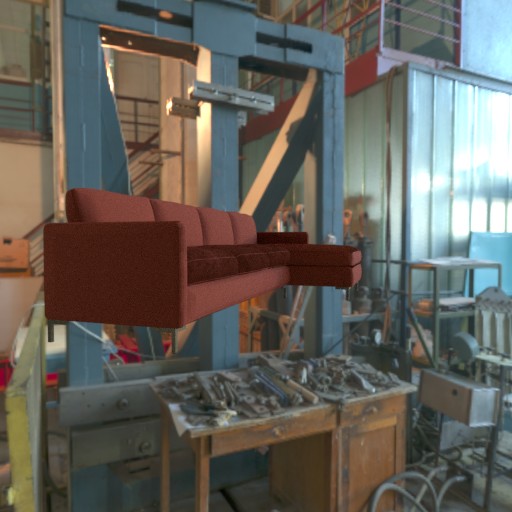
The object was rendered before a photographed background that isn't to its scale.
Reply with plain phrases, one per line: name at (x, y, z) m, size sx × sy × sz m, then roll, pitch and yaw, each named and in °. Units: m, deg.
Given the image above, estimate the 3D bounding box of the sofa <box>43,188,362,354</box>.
sofa at (0.000, 0.000, 3.419) m, size 1.350 × 0.810 × 2.932 m, roll 1°, pitch 2°, yaw 19°
